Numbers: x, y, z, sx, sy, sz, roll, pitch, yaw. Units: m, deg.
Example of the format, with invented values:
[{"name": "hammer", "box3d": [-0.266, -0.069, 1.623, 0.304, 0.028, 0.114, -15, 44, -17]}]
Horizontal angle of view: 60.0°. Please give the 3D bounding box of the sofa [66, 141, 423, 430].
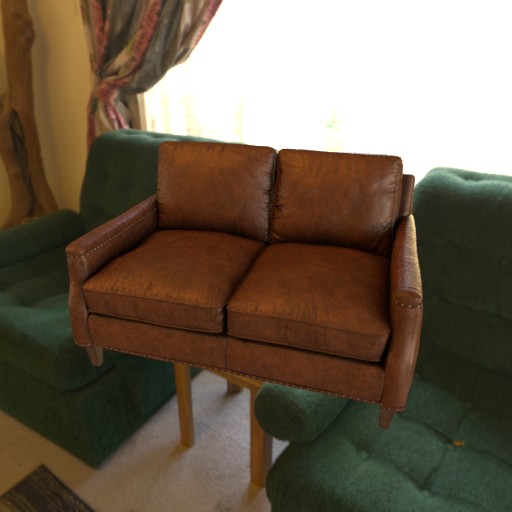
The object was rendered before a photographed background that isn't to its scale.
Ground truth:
[{"name": "sofa", "box3d": [0.000, 0.000, 2.309, 1.628, 1.003, 1.083, 7, 27, 15]}]
